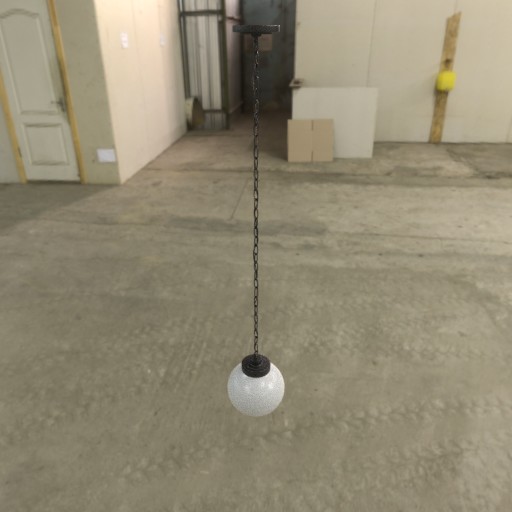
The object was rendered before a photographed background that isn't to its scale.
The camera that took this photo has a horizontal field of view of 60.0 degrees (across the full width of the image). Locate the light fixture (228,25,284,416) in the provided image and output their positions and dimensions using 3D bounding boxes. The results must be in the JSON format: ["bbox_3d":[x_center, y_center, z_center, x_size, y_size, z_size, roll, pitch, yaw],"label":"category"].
[{"bbox_3d":[0.000,0.000,2.024,0.304,1.867,0.305,17,31,30],"label":"light fixture"}]
